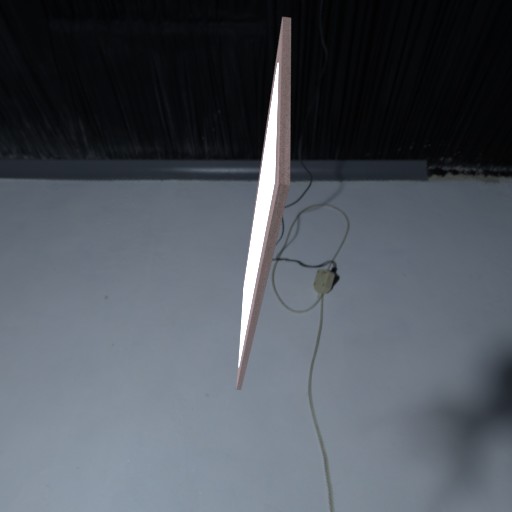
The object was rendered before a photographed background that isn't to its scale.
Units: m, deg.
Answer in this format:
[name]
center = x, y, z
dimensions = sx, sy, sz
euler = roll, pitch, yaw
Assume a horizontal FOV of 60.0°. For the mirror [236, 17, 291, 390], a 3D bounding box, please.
[mirror]
center = 0.000, 0.000, 2.270
dimensions = 0.221, 2.020, 0.812
euler = 2, 58, 1
